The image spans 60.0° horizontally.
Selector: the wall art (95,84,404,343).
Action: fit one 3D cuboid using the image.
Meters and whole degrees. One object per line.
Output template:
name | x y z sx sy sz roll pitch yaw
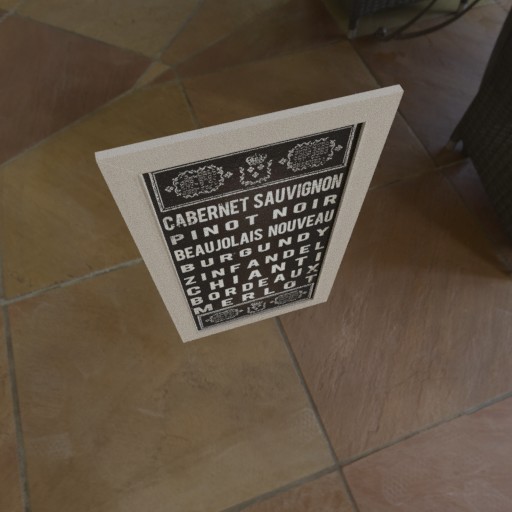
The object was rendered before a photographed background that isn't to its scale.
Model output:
wall art | 0.000 0.000 0.828 0.380 0.683 0.013 -15 63 -8
